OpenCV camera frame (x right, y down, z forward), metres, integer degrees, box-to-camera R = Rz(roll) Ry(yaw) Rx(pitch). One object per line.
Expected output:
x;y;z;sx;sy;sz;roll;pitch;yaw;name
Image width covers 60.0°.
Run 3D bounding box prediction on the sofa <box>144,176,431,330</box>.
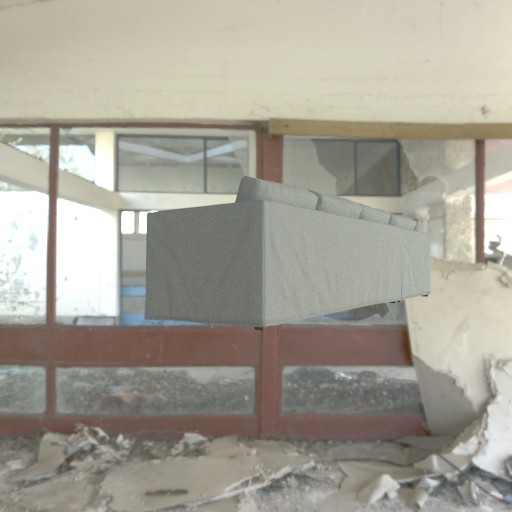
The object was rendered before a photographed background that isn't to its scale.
0.000;0.000;4.265;2.432;0.871;3.182;-1;-1;36;sofa
